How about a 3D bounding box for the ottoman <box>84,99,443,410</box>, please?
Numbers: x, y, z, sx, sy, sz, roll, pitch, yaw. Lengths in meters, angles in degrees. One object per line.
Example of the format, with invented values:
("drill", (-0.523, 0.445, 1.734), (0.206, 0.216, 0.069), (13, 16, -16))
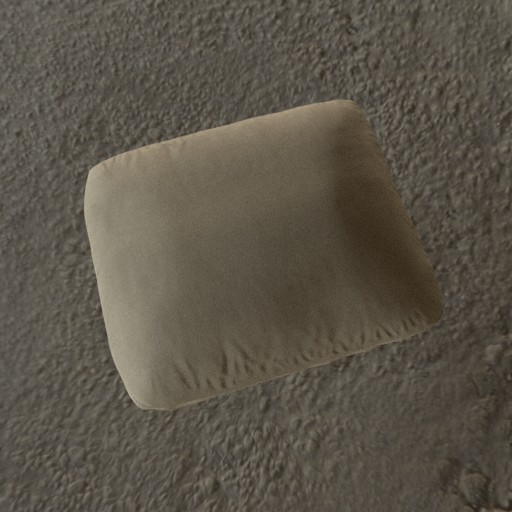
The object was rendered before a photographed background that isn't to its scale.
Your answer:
("ottoman", (0.000, 0.000, 1.083), (0.712, 0.480, 0.584), (-16, 74, -5))
